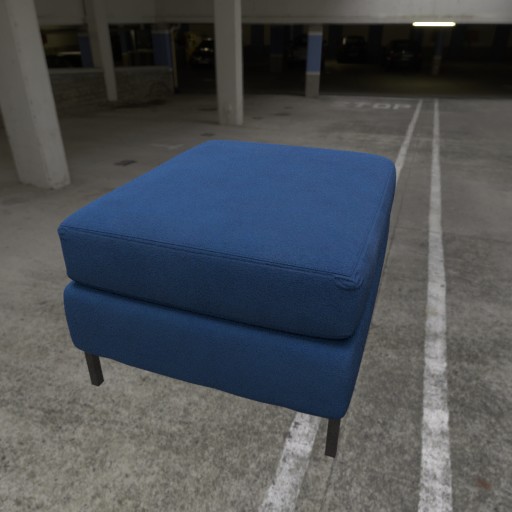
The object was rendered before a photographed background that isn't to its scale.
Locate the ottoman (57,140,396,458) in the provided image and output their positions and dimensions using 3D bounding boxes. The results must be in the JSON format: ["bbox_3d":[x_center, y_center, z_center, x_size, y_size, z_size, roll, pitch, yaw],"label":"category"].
[{"bbox_3d":[0.000,0.000,1.207,0.655,0.485,0.794,10,30,18],"label":"ottoman"}]
